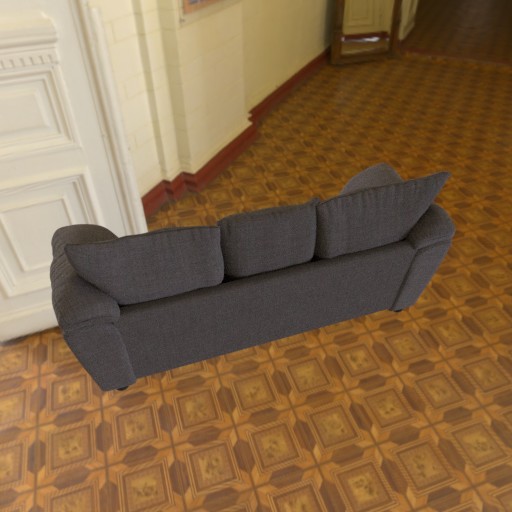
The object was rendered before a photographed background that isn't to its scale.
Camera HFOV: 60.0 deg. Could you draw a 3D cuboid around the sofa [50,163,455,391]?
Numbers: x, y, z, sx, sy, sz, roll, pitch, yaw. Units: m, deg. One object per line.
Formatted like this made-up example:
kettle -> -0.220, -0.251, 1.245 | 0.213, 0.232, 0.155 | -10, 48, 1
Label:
sofa -> 0.000, 0.000, 2.795 | 2.336, 1.080, 0.883 | -13, 42, -14
